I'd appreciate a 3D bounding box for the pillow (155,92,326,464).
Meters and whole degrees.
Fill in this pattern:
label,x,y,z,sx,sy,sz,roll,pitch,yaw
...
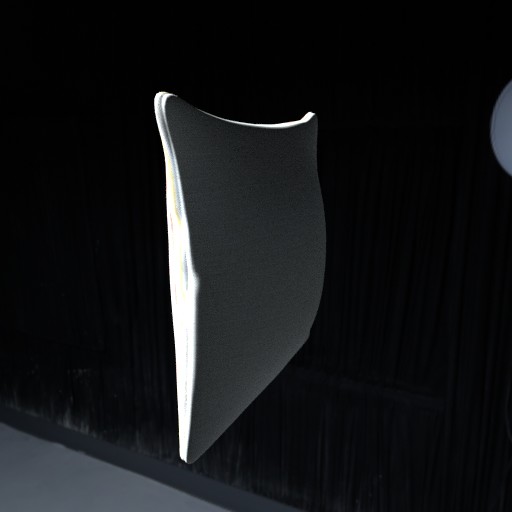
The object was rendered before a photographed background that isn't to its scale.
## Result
label,x,y,z,sx,sy,sz,roll,pitch,yaw
pillow,0.000,0.000,0.690,0.191,0.449,0.451,7,16,26
